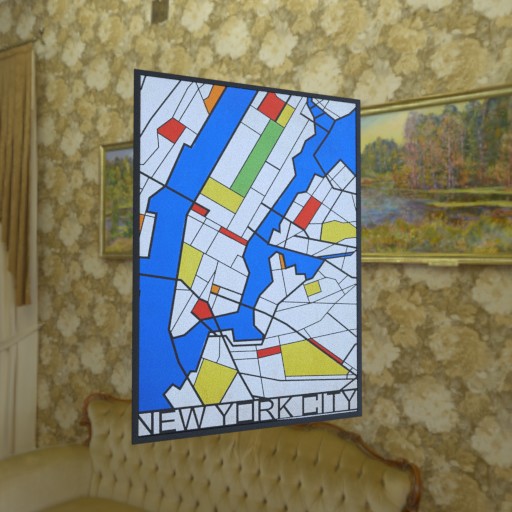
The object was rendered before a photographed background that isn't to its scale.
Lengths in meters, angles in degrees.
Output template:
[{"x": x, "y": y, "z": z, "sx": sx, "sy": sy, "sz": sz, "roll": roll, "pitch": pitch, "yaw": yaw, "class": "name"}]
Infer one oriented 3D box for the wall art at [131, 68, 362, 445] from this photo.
[{"x": 0.000, "y": 0.000, "z": 0.857, "sx": 0.460, "sy": 0.660, "sz": 0.013, "roll": 0, "pitch": -1, "yaw": -19, "class": "wall art"}]
